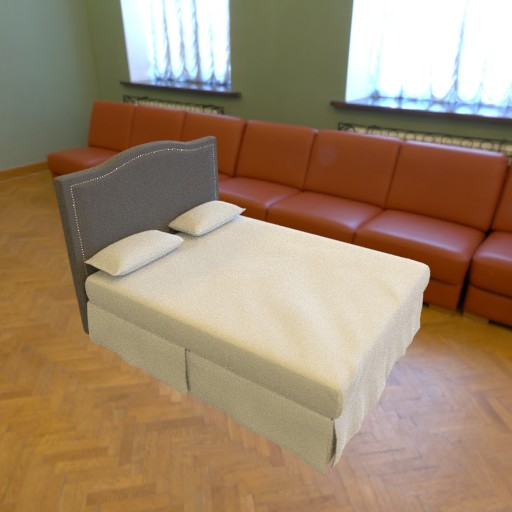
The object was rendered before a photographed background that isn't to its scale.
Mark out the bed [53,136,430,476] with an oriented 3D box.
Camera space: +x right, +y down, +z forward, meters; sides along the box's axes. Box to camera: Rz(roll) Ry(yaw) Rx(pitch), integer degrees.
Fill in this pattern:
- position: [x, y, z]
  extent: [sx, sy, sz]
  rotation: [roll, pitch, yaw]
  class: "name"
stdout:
- position: [0.000, 0.000, 3.408]
  extent: [2.282, 1.436, 1.821]
  rotation: [17, 32, 30]
  class: "bed"
